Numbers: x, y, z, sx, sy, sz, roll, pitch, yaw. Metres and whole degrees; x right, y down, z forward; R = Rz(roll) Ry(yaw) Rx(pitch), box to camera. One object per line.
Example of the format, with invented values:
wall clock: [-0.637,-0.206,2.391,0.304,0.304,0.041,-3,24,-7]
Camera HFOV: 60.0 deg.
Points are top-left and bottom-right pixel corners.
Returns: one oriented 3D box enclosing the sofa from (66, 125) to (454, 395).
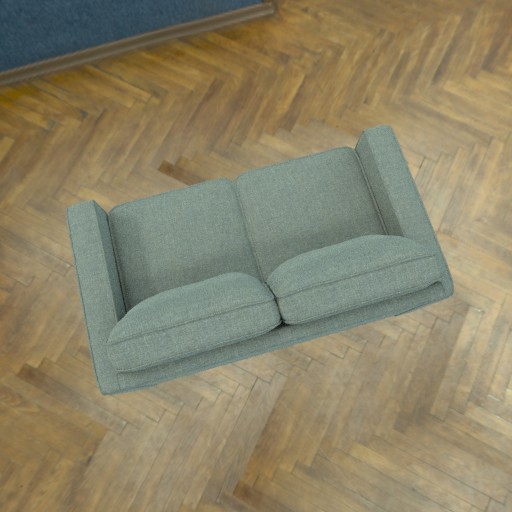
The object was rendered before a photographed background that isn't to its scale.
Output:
sofa: [0.000,0.000,2.242,1.706,0.915,0.945,-15,76,-4]
